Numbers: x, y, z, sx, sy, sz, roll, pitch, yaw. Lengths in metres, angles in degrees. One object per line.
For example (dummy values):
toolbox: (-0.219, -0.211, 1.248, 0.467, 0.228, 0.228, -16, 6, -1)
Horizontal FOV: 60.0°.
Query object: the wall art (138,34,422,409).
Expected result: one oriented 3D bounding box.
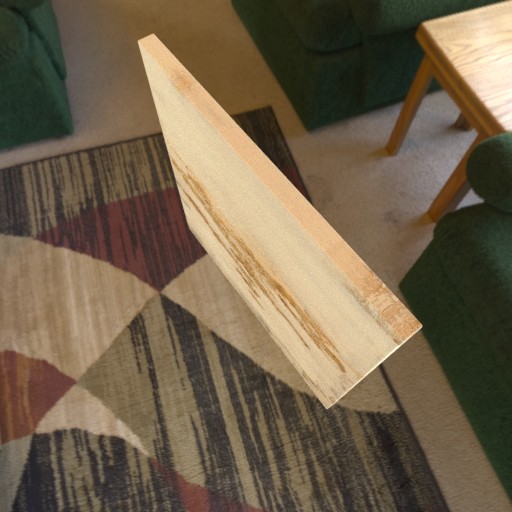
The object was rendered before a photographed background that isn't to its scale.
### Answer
wall art: (0.000, 0.000, 1.094, 0.038, 0.755, 0.753, -33, 68, -15)
